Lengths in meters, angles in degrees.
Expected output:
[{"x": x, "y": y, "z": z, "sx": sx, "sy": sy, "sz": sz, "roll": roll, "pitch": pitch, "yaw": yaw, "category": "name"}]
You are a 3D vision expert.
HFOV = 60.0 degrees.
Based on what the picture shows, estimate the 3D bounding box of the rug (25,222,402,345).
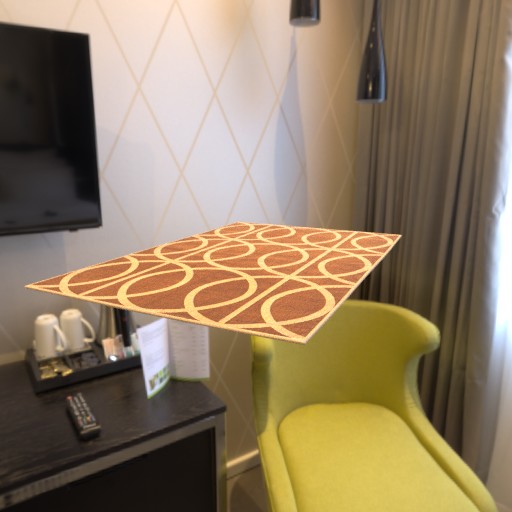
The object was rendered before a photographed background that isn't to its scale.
[{"x": 0.000, "y": 0.000, "z": 2.919, "sx": 1.526, "sy": 0.014, "sz": 2.290, "roll": 7, "pitch": 15, "yaw": 25, "category": "rug"}]
